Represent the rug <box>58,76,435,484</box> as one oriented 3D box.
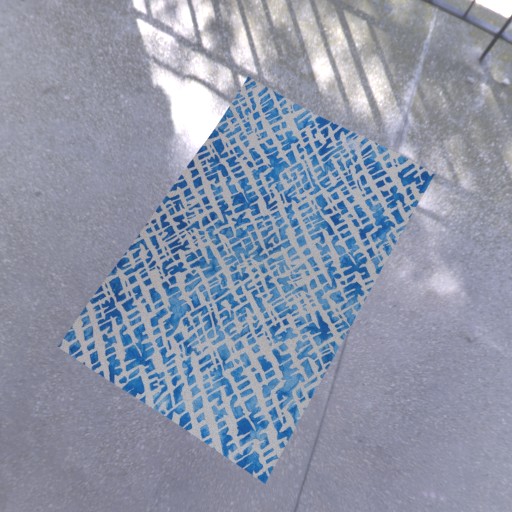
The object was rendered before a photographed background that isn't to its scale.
[{"bbox_3d":[0.000,0.000,2.332,1.209,0.011,1.830,30,78,7],"label":"rug"}]
